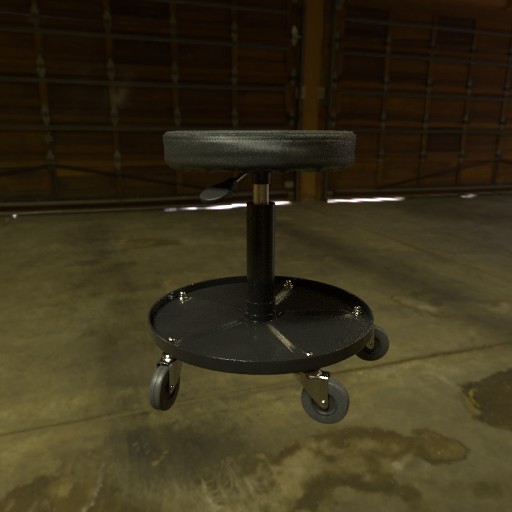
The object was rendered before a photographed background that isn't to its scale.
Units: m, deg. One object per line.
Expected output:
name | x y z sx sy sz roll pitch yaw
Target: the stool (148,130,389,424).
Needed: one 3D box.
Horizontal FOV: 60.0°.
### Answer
stool | 0.000 0.000 0.674 0.381 0.365 0.382 7 17 26
